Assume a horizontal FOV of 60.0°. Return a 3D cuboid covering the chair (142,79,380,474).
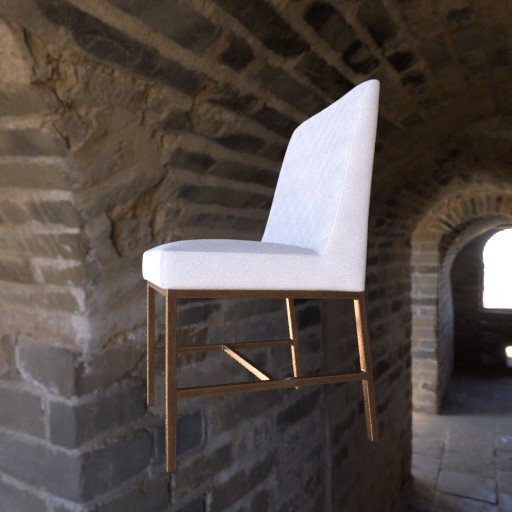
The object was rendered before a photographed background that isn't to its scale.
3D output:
[{"bbox_3d":[0.000,0.000,1.263,0.597,0.933,0.503,0,0,-19],"label":"chair"}]
